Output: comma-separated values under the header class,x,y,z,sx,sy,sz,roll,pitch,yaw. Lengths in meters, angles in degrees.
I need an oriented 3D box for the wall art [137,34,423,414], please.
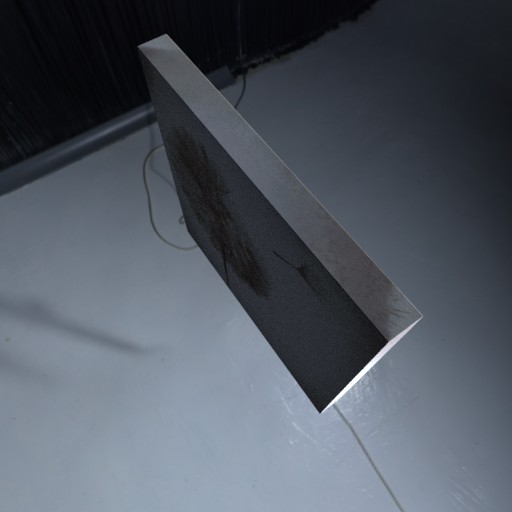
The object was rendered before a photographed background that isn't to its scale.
class,x,y,z,sx,sy,sz,roll,pitch,yaw
wall art,0.000,0.000,0.447,0.028,0.303,0.303,-32,67,-15
